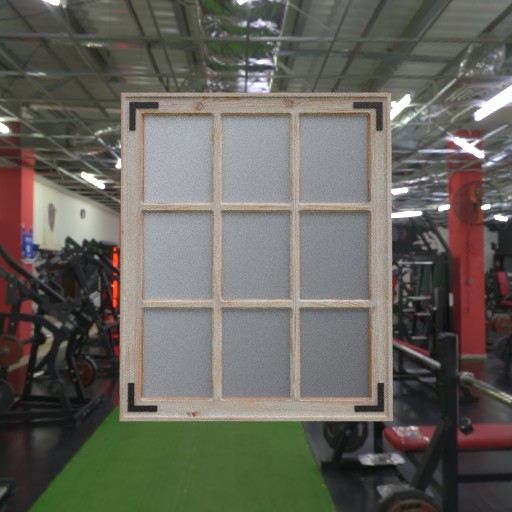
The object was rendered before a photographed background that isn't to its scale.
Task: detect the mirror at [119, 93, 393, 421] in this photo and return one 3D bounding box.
[{"bbox_3d":[0.000,0.000,1.206,0.730,0.882,0.032,0,-1,0],"label":"mirror"}]
